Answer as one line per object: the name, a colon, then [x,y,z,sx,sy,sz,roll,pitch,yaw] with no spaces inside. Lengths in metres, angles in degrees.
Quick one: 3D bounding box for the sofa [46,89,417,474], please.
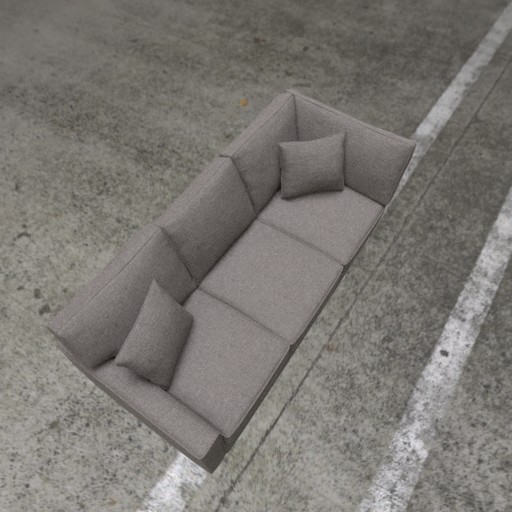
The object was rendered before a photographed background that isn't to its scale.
sofa: [0.000,0.000,2.837,1.061,0.962,2.317,30,62,17]
